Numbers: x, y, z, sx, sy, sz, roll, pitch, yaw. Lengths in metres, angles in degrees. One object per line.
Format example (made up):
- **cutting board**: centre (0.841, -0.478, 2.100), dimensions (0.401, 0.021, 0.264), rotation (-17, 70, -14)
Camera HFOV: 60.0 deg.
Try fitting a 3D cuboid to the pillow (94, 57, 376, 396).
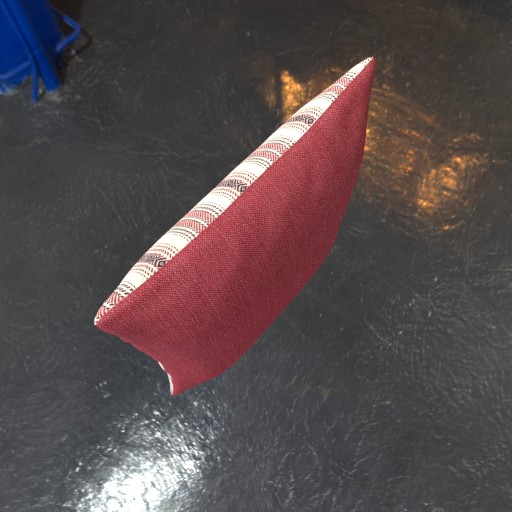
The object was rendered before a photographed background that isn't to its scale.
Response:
- **pillow**: centre (0.000, 0.000, 0.754), dimensions (0.166, 0.497, 0.513), rotation (37, 69, 17)
